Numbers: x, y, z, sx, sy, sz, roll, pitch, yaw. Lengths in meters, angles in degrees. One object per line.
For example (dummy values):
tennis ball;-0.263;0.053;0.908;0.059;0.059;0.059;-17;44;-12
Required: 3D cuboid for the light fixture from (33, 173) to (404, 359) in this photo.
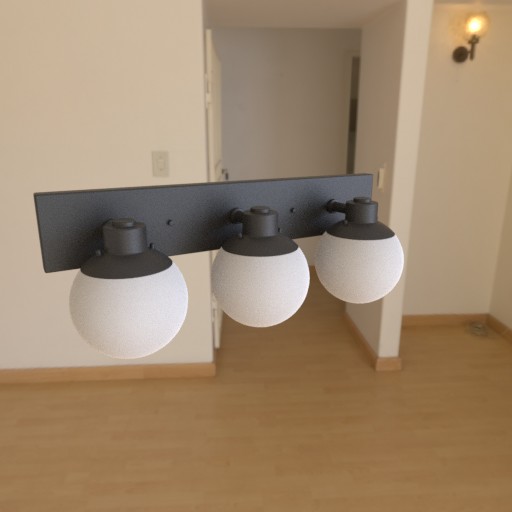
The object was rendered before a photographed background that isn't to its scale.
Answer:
light fixture;0.000;0.000;0.845;0.721;0.263;0.218;-9;18;-28
